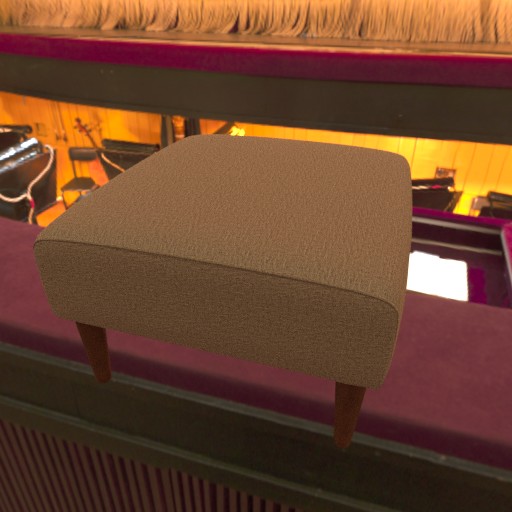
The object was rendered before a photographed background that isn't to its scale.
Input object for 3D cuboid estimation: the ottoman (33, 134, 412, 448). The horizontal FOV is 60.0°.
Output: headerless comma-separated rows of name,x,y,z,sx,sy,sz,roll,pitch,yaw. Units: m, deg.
ottoman,0.000,0.000,1.021,0.649,0.398,0.650,9,32,15
